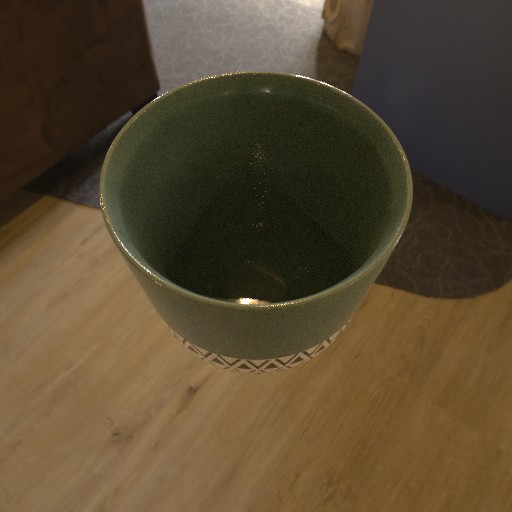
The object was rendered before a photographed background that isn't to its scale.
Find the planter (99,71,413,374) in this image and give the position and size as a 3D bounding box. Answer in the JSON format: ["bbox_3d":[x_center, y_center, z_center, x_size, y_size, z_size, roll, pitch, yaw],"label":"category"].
[{"bbox_3d":[0.000,0.000,0.375,0.198,0.214,0.198,0,58,0],"label":"planter"}]
